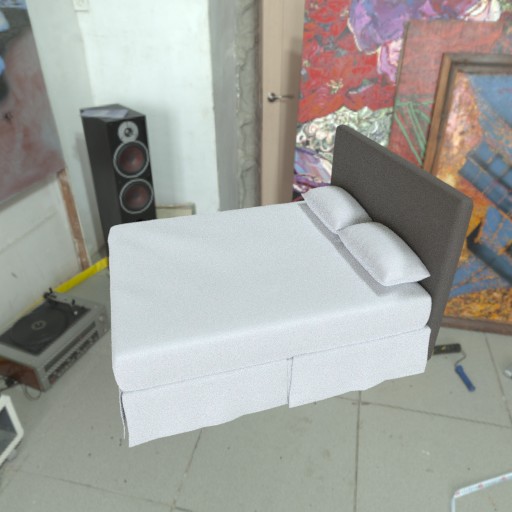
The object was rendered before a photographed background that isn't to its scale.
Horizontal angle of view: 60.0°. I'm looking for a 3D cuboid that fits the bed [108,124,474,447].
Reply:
[{"bbox_3d":[0.000,0.000,3.213,2.142,1.330,1.723,-9,33,-14],"label":"bed"}]
